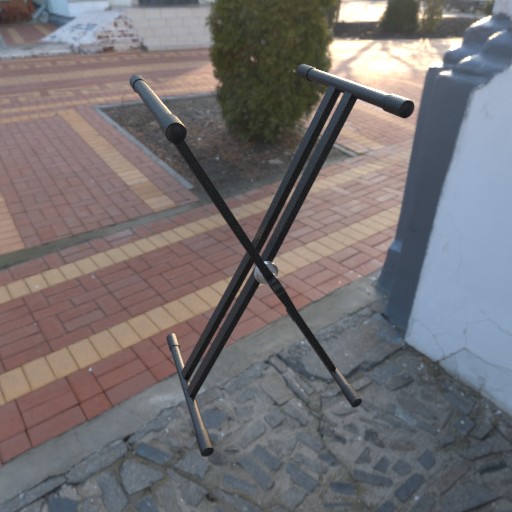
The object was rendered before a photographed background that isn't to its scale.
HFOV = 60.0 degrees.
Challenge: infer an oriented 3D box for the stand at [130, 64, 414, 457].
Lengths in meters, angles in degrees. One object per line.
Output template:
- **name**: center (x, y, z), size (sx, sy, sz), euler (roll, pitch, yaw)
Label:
- **stand**: center (0.000, 0.000, 1.233), size (0.503, 0.900, 0.495), euler (-11, 33, -17)
